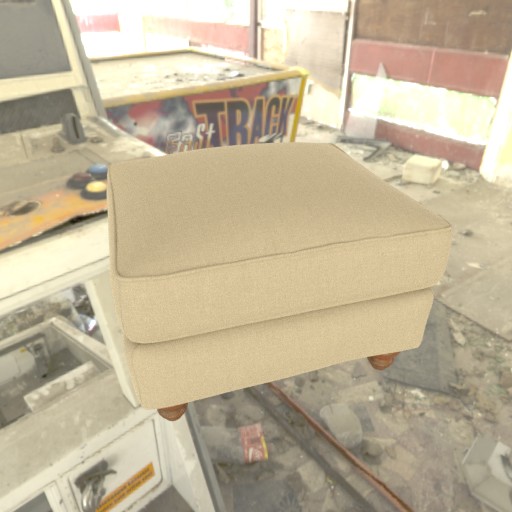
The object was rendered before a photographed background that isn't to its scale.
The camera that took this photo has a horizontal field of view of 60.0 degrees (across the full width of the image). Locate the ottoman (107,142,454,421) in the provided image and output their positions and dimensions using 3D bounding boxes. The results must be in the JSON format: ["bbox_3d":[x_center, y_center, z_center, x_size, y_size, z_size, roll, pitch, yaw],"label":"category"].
[{"bbox_3d":[0.000,0.000,1.184,0.716,0.505,0.662,-9,32,-14],"label":"ottoman"}]
